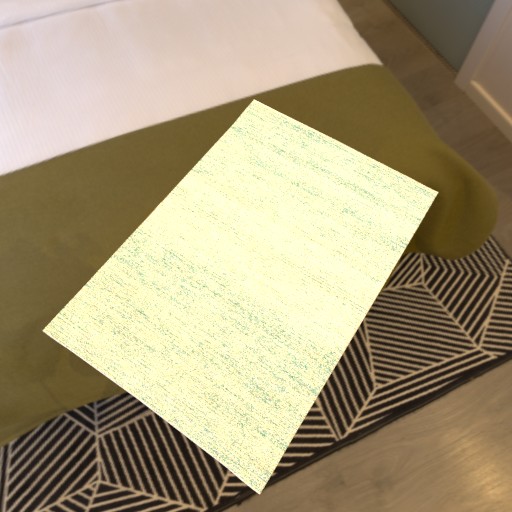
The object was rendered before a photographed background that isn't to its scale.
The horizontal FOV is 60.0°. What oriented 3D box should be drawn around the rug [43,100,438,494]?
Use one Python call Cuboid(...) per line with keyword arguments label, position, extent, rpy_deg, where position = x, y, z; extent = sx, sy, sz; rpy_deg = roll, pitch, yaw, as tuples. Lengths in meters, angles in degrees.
Cuboid(label="rug", position=(0.000, 0.000, 2.930), extent=(1.593, 0.029, 2.305), rpy_deg=(31, 68, 14))
